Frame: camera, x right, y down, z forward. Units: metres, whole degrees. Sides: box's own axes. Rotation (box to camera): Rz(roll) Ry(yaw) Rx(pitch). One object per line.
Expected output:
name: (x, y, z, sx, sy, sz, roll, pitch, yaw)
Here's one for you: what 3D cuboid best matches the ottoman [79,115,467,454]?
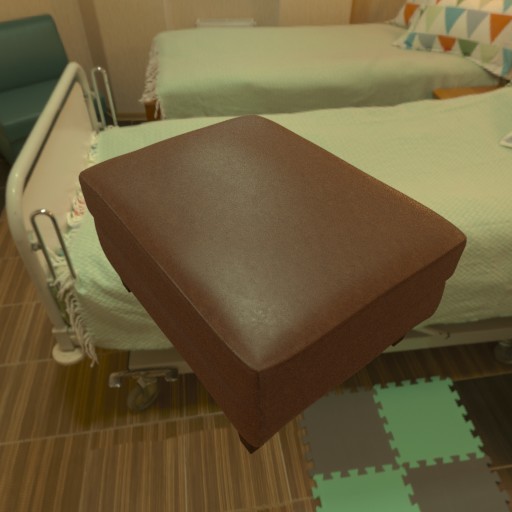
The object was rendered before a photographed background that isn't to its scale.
ottoman: (0.000, 0.000, 1.261, 0.650, 0.485, 0.851, -27, 49, -27)
